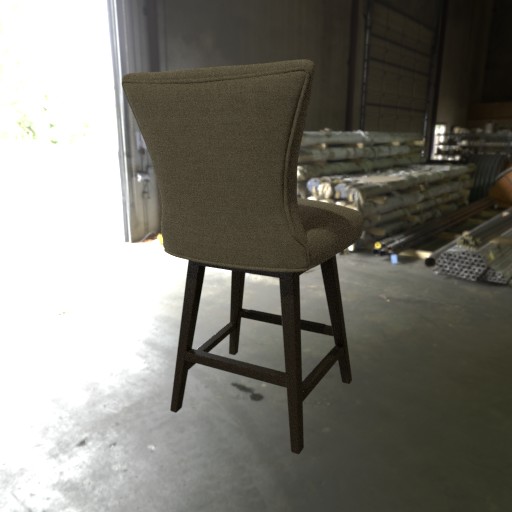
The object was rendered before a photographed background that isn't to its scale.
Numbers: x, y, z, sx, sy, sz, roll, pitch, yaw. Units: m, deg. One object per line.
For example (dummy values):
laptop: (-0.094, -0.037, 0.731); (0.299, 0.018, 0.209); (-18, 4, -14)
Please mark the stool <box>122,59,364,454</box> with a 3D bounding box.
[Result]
stool: (0.000, 0.000, 1.331); (0.514, 1.000, 0.574); (8, 17, 26)
